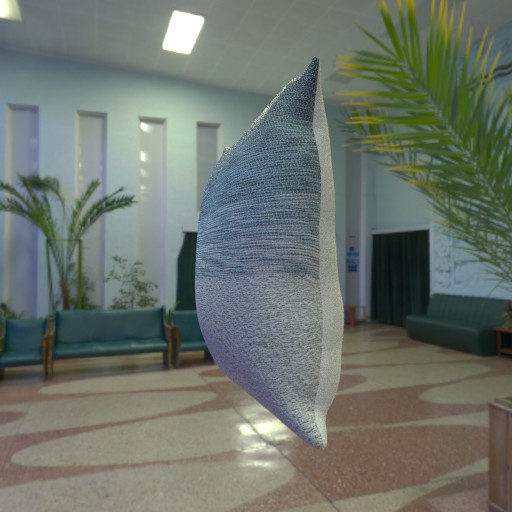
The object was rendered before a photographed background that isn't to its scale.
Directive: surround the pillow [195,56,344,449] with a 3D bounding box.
[{"bbox_3d":[0.000,0.000,0.683,0.182,0.441,0.440,0,-1,-17],"label":"pillow"}]
